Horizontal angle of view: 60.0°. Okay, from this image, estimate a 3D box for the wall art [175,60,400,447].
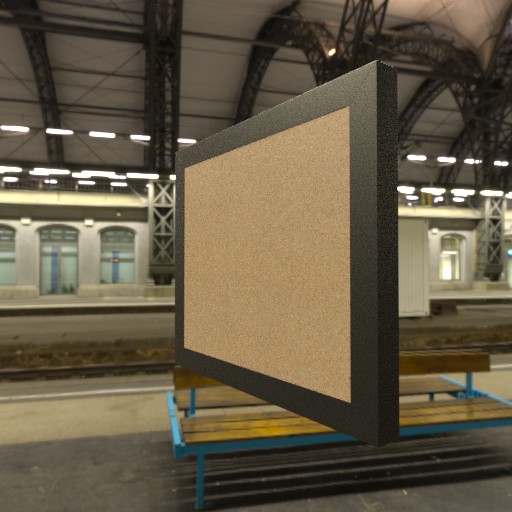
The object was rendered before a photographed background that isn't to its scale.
[{"bbox_3d":[0.000,0.000,0.529,0.028,0.321,0.381,1,-1,-36],"label":"wall art"}]
